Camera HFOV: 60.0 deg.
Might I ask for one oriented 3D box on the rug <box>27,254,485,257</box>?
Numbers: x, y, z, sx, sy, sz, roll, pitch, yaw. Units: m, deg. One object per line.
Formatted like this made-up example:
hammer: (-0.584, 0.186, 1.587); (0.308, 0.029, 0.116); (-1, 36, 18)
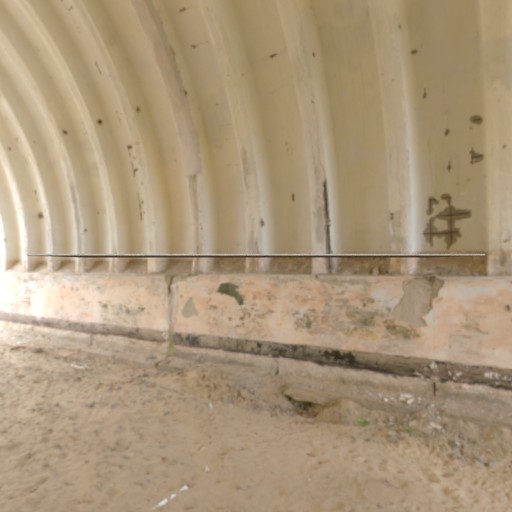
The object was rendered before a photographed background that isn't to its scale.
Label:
rug: (0.000, 0.000, 2.723); (2.435, 0.009, 0.750); (0, -1, 0)
